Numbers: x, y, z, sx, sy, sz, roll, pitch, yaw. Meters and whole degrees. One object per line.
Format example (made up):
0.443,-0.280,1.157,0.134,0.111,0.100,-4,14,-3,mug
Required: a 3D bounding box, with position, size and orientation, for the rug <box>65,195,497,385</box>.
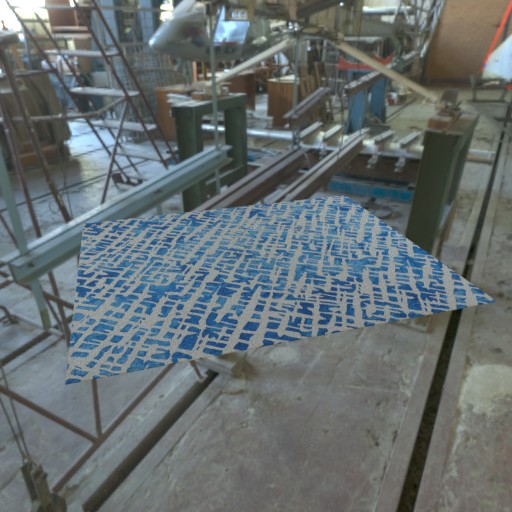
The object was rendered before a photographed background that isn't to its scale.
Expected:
0.000,0.000,3.947,3.007,0.007,2.435,-8,28,-15,rug
